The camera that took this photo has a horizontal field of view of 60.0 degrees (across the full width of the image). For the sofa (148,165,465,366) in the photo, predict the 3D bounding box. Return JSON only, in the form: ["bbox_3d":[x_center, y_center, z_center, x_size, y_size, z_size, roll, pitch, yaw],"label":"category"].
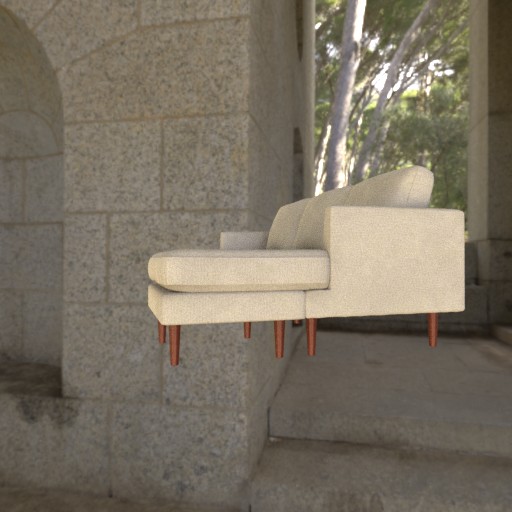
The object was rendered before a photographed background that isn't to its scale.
[{"bbox_3d":[0.000,0.000,3.054,1.504,0.956,2.233,0,0,-18],"label":"sofa"}]
